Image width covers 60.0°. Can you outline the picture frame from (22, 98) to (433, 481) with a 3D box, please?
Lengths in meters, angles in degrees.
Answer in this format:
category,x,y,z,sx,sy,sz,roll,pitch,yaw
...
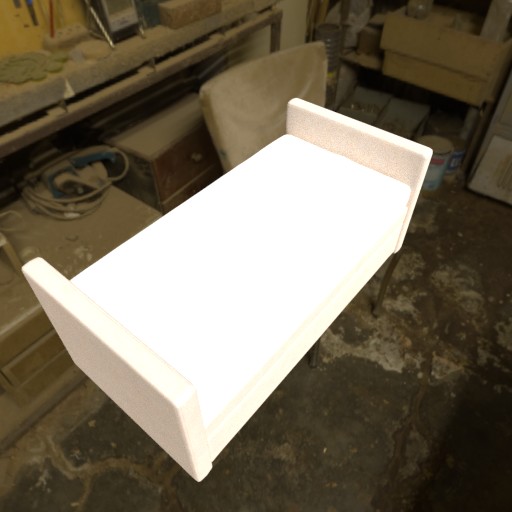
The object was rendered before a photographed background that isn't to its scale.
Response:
category,x,y,z,sx,sy,sz,roll,pitch,yaw
picture frame,0.000,0.000,2.708,1.069,0.891,2.161,31,54,26
